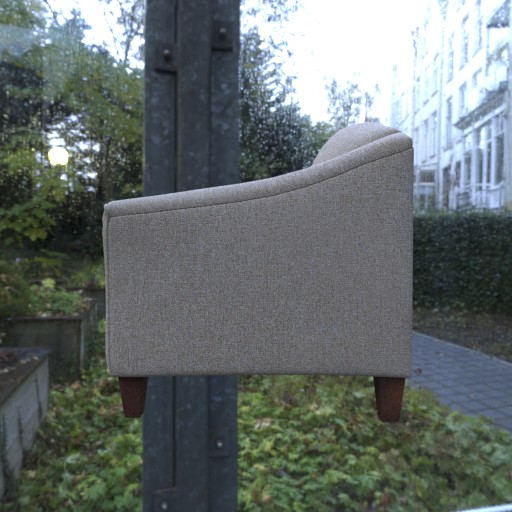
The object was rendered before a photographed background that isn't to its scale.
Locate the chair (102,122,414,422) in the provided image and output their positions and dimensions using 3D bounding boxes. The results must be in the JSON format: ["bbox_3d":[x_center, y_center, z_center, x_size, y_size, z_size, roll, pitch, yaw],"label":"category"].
[{"bbox_3d":[0.000,0.000,1.463,0.787,0.839,0.763,0,1,0],"label":"chair"}]
